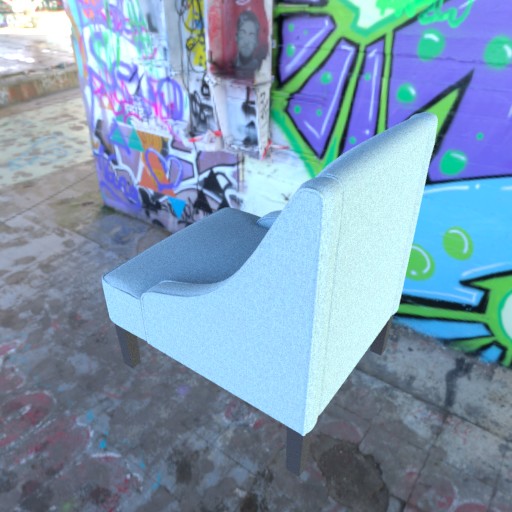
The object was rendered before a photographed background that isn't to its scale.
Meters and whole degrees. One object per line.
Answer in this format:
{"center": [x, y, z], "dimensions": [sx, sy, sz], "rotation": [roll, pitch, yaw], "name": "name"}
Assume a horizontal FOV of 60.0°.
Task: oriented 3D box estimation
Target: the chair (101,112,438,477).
{"center": [0.000, 0.000, 1.831], "dimensions": [1.025, 1.133, 0.857], "rotation": [21, 38, 30], "name": "chair"}
